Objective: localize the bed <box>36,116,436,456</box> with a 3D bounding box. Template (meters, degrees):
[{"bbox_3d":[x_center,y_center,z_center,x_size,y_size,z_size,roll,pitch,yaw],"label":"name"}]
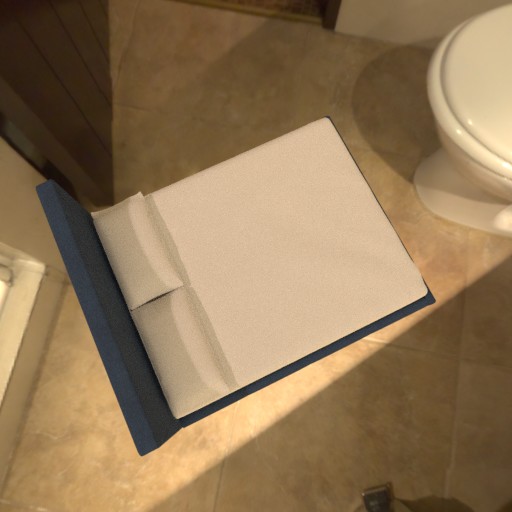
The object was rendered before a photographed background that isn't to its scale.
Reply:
[{"bbox_3d":[0.000,0.000,3.191,2.172,1.231,1.723,-25,78,-6],"label":"bed"}]
